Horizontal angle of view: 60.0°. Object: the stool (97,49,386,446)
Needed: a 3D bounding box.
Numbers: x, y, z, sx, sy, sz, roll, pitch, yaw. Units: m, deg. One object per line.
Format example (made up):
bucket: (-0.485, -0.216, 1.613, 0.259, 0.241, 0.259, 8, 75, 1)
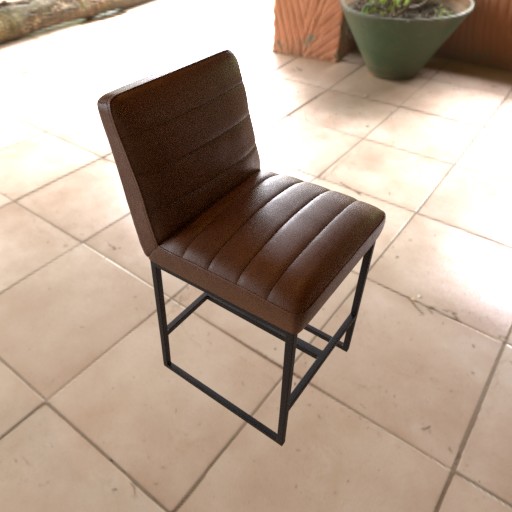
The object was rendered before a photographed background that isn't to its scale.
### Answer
stool: (0.000, 0.000, 1.251, 0.556, 0.940, 0.458, 26, 48, 26)
